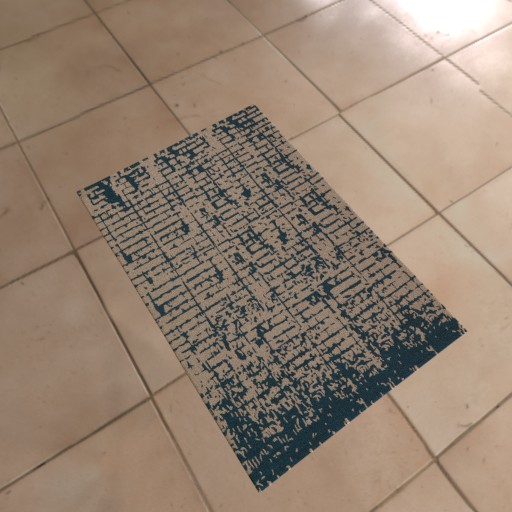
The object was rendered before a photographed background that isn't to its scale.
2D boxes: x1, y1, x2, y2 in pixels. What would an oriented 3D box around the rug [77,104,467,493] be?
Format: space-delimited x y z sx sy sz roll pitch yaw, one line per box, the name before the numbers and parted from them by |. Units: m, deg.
rug | 0.000 0.000 2.325 1.220 0.007 1.828 -31 67 -15
